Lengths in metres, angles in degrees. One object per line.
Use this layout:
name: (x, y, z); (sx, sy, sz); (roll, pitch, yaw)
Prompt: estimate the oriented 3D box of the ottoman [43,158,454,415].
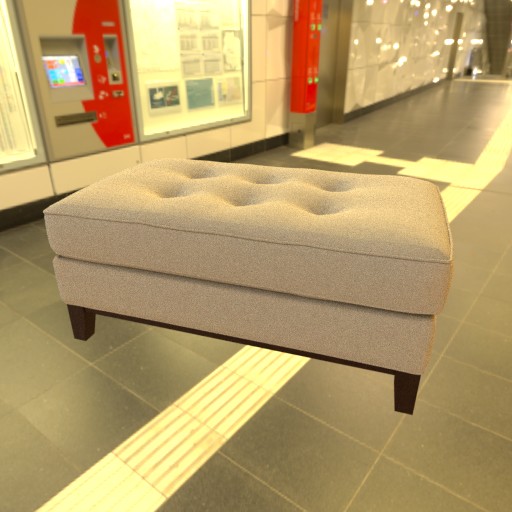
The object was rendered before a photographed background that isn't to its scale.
ottoman: (0.000, 0.000, 1.486); (1.143, 0.508, 0.648); (8, 27, 16)
